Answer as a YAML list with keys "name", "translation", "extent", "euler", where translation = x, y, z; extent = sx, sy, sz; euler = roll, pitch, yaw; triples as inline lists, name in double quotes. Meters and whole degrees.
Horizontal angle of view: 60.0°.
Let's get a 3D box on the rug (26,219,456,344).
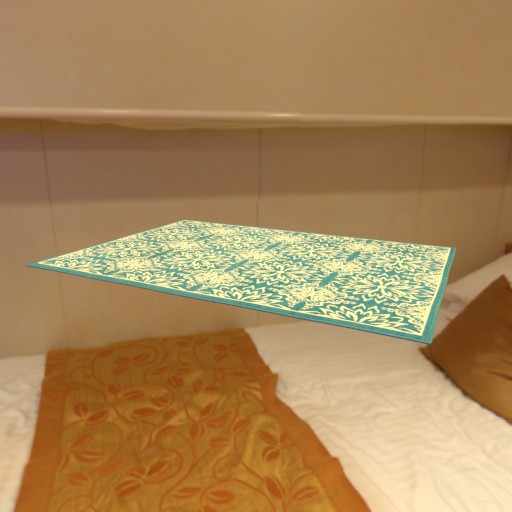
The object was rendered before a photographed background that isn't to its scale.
- name: "rug"
  translation: [0.000, 0.000, 2.755]
  extent: [2.205, 0.012, 1.554]
  euler: [8, 17, 26]
